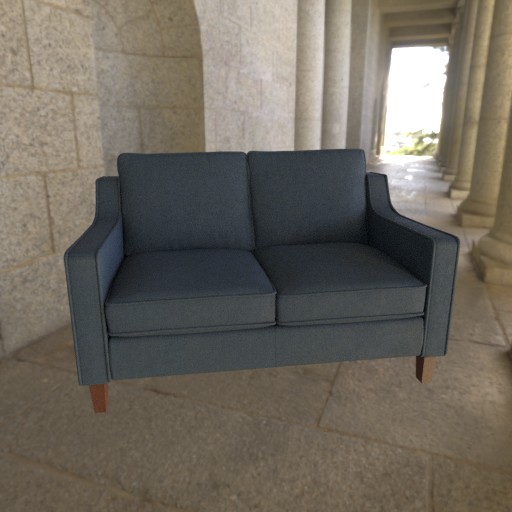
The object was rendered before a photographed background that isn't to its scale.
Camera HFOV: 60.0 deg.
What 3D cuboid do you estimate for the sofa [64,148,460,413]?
[{"bbox_3d":[0.000,0.000,2.124,1.501,0.971,0.987,-2,16,-9],"label":"sofa"}]
